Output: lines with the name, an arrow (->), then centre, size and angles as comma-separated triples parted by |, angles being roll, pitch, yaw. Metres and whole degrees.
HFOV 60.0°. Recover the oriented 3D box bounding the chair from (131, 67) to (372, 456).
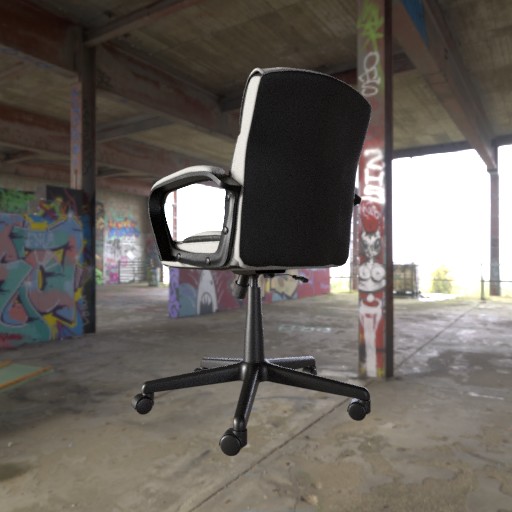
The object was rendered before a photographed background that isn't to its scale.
chair -> 0.000, 0.000, 1.495 | 0.739, 1.004, 0.717 | 0, 0, -36
